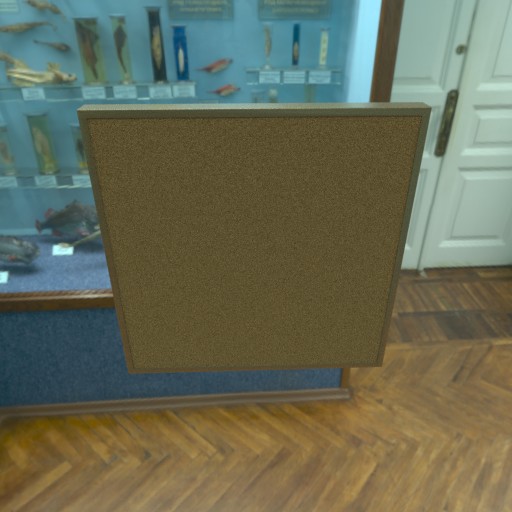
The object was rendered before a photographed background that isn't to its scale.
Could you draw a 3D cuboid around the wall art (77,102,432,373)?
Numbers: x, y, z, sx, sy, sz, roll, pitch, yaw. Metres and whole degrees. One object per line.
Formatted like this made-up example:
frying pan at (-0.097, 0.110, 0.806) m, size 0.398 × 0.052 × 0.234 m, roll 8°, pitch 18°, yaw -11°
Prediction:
wall art at (0.000, 0.000, 0.771) m, size 0.505 × 0.505 × 0.037 m, roll -1°, pitch 30°, yaw -2°
